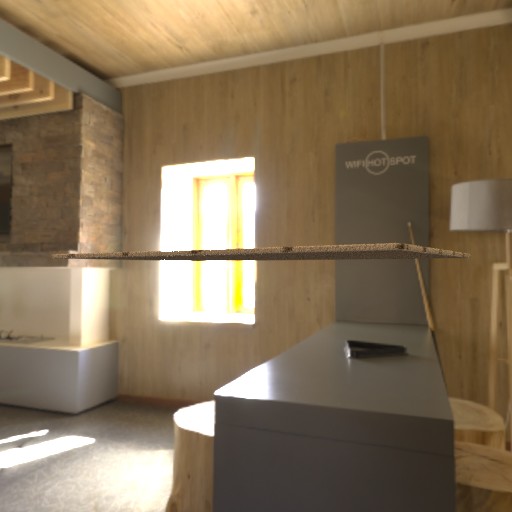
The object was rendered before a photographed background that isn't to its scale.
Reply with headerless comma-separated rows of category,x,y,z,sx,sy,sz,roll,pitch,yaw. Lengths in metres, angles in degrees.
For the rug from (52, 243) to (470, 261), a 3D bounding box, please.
rug,0.000,0.000,3.032,2.438,0.030,1.524,-1,-2,35
